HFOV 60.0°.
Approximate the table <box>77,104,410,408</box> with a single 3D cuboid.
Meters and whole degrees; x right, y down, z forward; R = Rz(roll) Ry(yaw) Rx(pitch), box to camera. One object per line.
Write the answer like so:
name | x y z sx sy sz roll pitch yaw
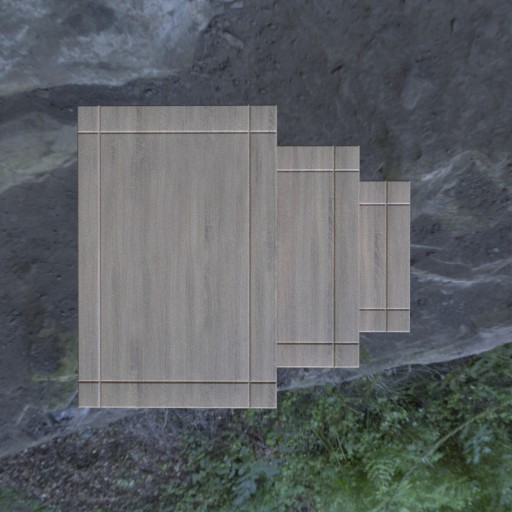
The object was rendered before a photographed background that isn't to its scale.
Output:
table | 0.000 0.000 1.229 0.773 0.535 0.660 0 90 1
